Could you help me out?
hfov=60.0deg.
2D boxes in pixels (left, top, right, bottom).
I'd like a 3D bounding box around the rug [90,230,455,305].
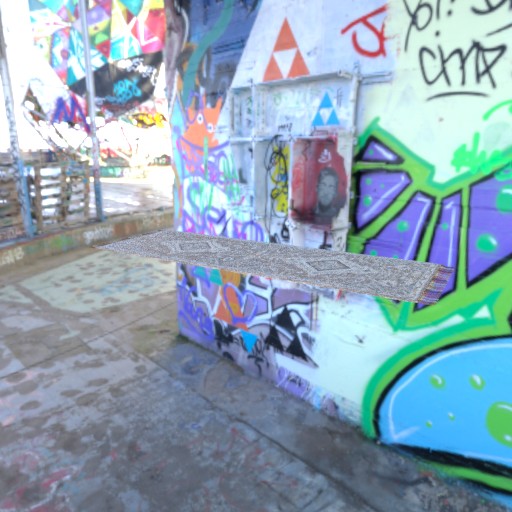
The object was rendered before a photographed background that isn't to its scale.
[{"bbox_3d":[0.000,0.000,2.841,1.324,0.018,2.378,-14,20,-42],"label":"rug"}]
